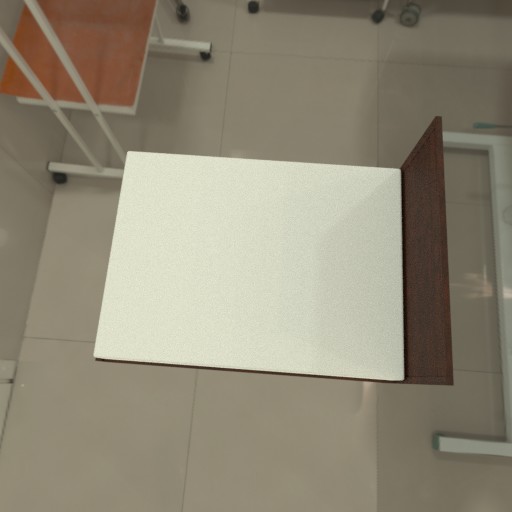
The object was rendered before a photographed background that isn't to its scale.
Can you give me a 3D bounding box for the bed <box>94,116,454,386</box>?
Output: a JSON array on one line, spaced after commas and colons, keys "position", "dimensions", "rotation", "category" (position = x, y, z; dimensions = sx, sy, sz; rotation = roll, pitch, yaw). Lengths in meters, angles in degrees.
[{"position": [0.000, 0.000, 3.157], "dimensions": [2.184, 1.270, 1.600], "rotation": [4, 75, 1], "category": "bed"}]
